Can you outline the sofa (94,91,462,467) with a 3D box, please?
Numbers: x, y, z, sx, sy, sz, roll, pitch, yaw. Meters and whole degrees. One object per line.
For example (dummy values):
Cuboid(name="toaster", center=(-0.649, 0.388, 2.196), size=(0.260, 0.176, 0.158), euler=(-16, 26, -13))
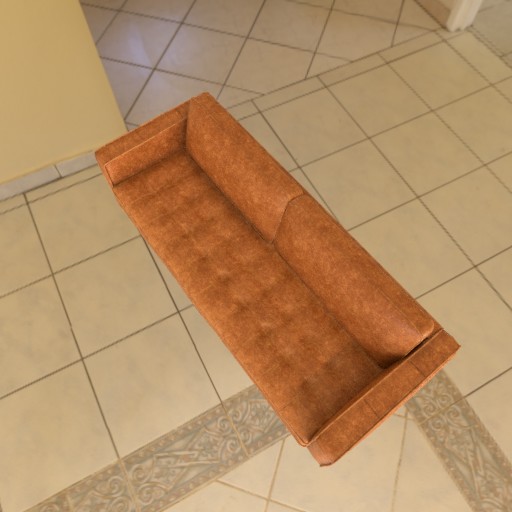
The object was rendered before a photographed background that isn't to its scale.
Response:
Cuboid(name="sofa", center=(0.000, 0.000, 2.580), size=(0.886, 0.779, 2.199), euler=(-34, 68, -16))
